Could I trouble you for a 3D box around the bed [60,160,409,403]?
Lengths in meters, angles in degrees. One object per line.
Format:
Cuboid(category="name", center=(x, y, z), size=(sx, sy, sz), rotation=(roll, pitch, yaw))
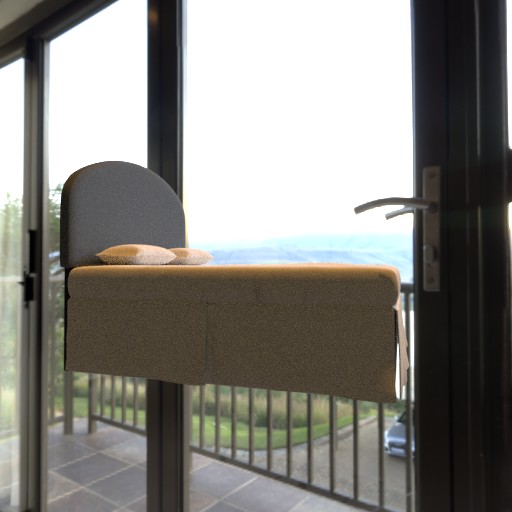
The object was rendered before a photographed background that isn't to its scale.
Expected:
Cuboid(category="bed", center=(0.000, 0.000, 3.080), size=(2.005, 1.410, 1.607), rotation=(0, -1, 18))
